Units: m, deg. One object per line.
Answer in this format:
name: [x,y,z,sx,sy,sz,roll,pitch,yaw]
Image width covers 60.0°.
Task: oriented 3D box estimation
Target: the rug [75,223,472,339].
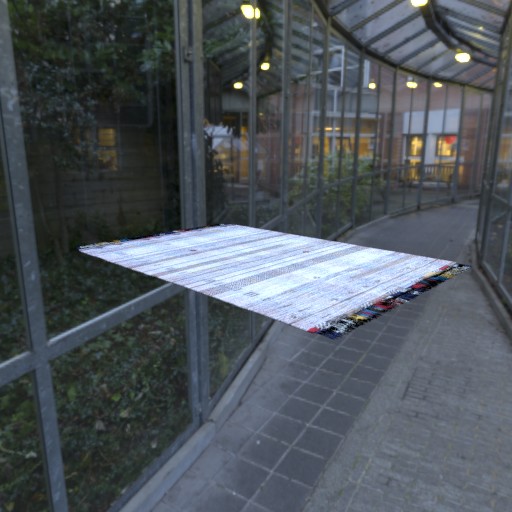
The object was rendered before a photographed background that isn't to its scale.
rug: [0.000,0.000,2.381,1.848,0.012,1.217,13,19,42]
